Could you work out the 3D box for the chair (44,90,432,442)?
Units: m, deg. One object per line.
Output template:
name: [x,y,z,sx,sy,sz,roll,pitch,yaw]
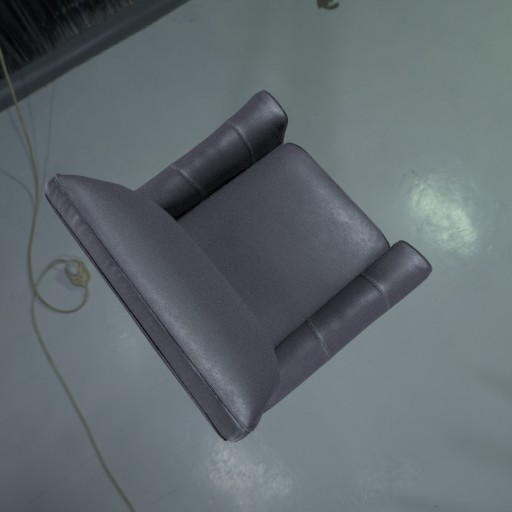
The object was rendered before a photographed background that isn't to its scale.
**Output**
chair: [0.000,0.000,1.578,0.825,0.943,0.870,-38,78,-10]
